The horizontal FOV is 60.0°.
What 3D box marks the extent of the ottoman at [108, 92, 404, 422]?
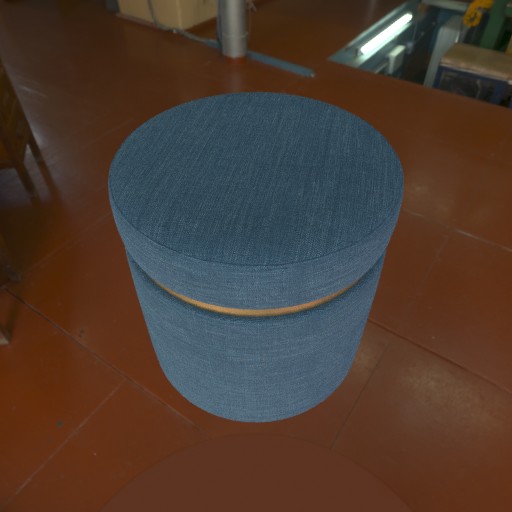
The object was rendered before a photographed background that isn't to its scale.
[{"bbox_3d":[0.000,0.000,0.733,0.398,0.406,0.398,0,46,0],"label":"ottoman"}]
